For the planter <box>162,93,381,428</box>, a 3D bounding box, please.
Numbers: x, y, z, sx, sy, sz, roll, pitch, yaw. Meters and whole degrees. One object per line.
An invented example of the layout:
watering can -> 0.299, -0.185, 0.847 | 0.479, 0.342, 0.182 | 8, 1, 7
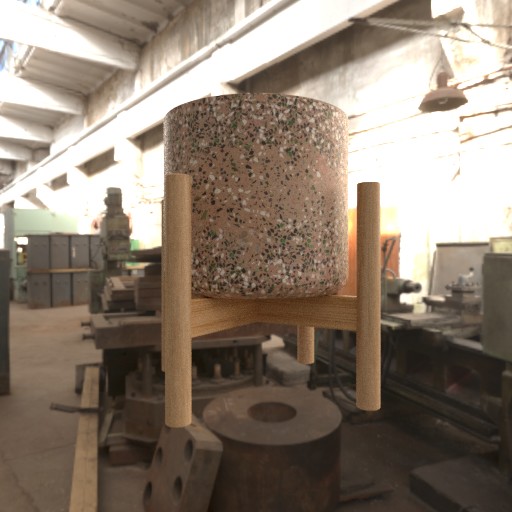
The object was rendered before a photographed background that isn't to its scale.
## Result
planter -> 0.000, 0.000, 0.545 | 0.284, 0.320, 0.284 | 0, 0, -35
